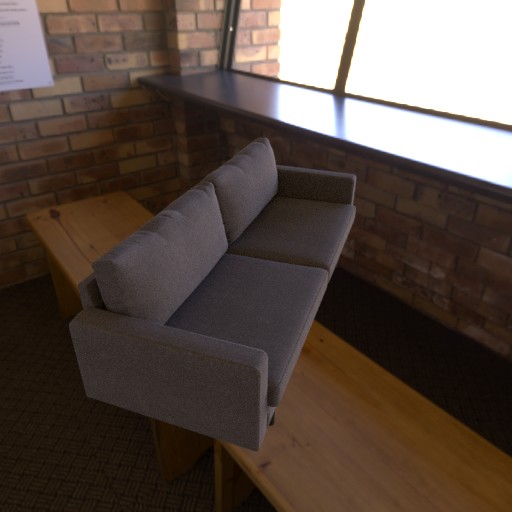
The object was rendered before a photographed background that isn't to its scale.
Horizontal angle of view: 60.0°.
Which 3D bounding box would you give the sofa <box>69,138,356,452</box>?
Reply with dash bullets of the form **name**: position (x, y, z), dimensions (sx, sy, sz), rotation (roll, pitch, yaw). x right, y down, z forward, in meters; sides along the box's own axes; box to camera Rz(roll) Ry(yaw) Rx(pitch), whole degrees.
- **sofa**: position (0.000, 0.000, 2.606), dimensions (0.880, 0.880, 2.100), rotation (11, 32, 17)
